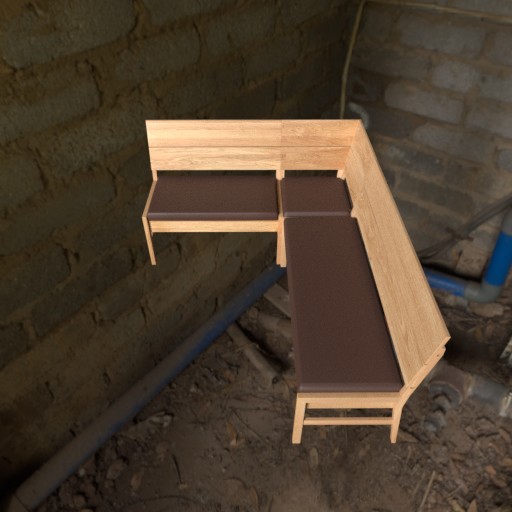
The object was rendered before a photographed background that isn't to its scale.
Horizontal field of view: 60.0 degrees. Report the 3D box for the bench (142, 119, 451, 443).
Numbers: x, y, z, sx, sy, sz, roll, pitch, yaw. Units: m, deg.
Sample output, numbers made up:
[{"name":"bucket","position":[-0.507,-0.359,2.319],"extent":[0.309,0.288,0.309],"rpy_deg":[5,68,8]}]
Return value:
[{"name":"bench","position":[0.000,0.000,2.749],"extent":[1.549,0.890,1.975],"rpy_deg":[-1,42,-1]}]
